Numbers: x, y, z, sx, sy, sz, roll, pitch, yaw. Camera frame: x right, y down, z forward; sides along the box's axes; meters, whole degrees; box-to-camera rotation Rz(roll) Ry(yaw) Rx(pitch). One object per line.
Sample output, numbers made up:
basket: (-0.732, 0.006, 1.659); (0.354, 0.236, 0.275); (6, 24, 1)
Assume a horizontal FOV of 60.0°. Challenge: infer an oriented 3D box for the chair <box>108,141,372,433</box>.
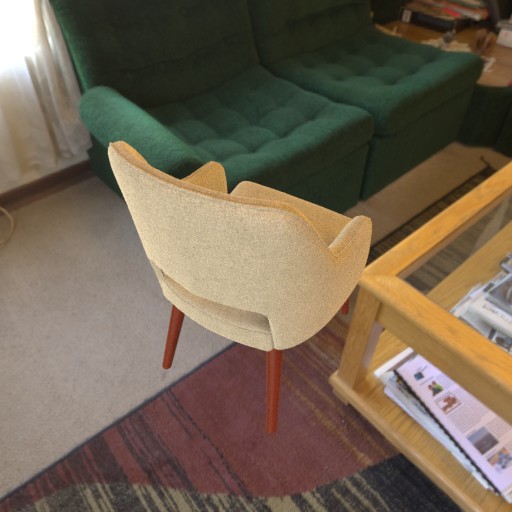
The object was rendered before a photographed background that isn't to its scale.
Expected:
chair: (0.000, 0.000, 1.247); (0.548, 0.849, 0.605); (24, 50, 22)
